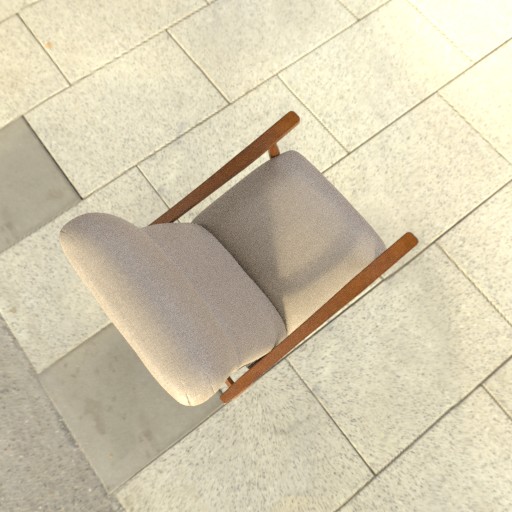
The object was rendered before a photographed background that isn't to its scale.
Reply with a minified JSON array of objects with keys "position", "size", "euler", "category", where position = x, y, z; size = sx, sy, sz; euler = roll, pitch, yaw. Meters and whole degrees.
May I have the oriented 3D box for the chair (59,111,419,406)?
[{"position":[0.000,0.000,1.794],"size":[1.032,1.082,0.762],"euler":[-38,78,-10],"category":"chair"}]
